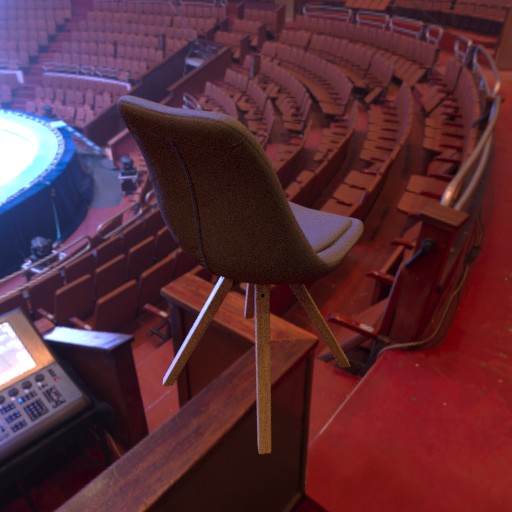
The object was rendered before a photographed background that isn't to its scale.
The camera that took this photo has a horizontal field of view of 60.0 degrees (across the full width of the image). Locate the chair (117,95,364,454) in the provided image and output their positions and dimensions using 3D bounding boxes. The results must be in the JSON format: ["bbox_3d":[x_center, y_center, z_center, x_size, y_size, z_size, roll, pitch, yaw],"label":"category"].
[{"bbox_3d":[0.000,0.000,1.184,0.483,0.865,0.547,22,37,32],"label":"chair"}]
